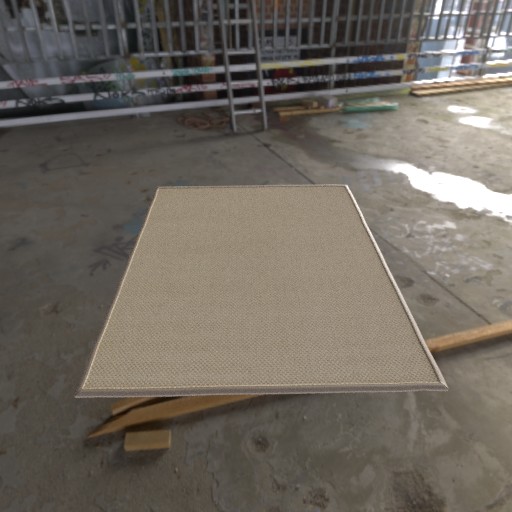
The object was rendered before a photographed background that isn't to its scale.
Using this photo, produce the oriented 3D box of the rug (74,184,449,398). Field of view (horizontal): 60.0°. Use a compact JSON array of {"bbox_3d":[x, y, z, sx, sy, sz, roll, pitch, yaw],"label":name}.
[{"bbox_3d":[0.000,0.000,2.663,1.525,0.020,2.081,-1,33,-1],"label":"rug"}]
